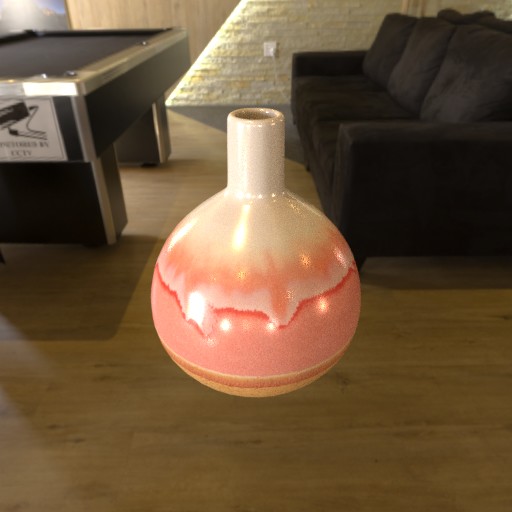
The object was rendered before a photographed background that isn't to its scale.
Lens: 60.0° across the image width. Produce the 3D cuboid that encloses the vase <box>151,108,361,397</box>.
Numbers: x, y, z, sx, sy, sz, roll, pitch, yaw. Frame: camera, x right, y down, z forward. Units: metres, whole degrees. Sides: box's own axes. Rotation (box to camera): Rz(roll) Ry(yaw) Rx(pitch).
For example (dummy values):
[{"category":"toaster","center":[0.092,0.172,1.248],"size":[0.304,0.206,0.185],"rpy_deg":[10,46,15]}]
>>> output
[{"category":"vase","center":[0.000,0.000,0.281],"size":[0.137,0.176,0.137],"rpy_deg":[0,31,0]}]
